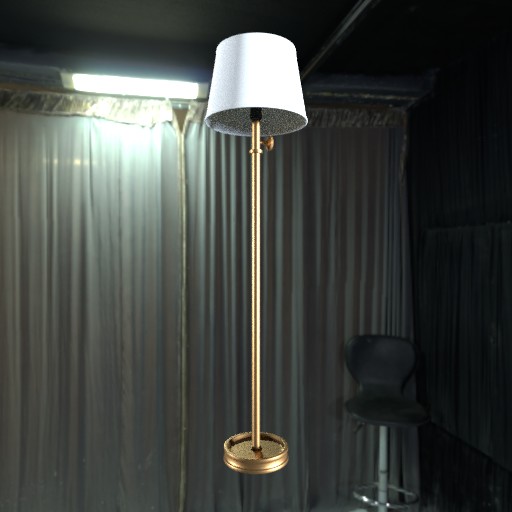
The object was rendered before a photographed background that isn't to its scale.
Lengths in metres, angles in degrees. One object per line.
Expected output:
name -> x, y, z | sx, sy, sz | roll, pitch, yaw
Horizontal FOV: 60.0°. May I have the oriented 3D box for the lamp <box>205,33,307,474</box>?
lamp -> 0.000, 0.000, 0.775 | 0.178, 0.710, 0.178 | 0, 1, 0
